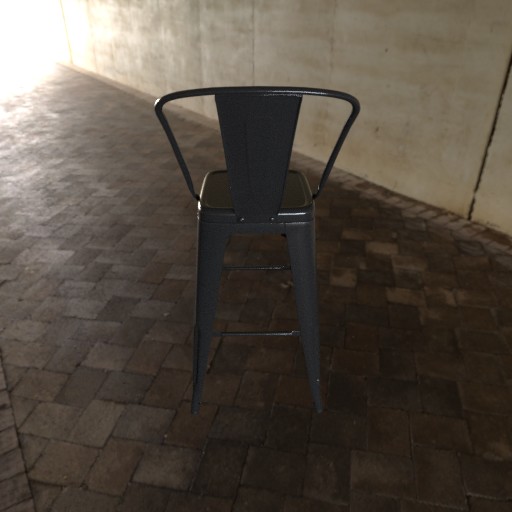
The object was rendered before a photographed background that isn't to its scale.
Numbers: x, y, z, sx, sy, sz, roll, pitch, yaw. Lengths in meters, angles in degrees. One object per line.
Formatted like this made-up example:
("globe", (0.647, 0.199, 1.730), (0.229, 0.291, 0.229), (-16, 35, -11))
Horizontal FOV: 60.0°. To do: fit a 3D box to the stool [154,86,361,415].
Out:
("stool", (0.000, 0.000, 1.305), (0.432, 1.022, 0.528), (0, 30, -1))
